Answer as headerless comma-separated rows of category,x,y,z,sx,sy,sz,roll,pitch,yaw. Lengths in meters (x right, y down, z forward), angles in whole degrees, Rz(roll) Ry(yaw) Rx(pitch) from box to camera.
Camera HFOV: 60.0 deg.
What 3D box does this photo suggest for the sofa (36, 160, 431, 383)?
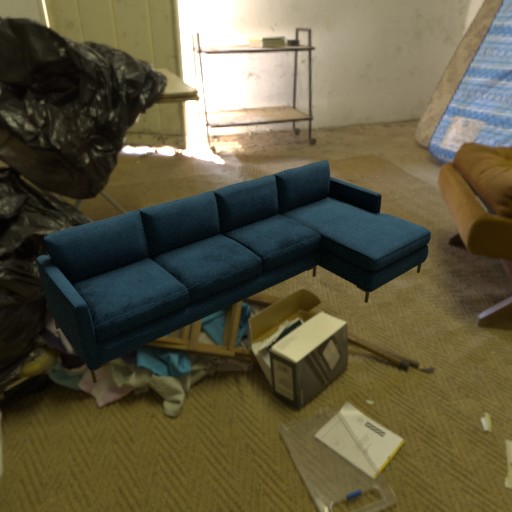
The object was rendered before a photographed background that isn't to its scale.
sofa,0.000,0.000,3.517,2.932,0.810,1.350,-22,36,-34
